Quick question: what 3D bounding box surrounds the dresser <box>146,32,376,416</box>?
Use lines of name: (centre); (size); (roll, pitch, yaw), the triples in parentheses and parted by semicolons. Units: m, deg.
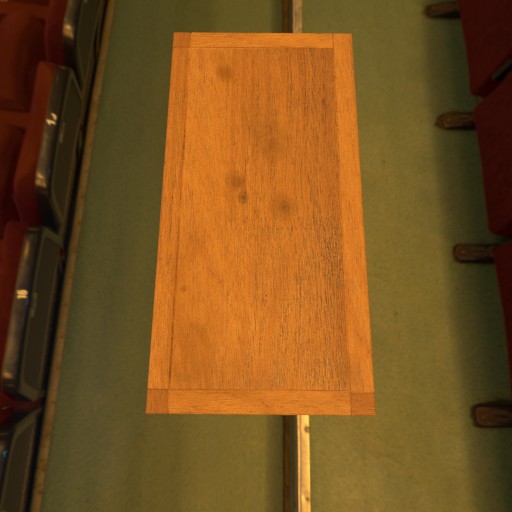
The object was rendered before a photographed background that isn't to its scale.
dresser: (0.000, 0.000, 1.261); (0.427, 0.804, 0.804); (0, 74, 0)
